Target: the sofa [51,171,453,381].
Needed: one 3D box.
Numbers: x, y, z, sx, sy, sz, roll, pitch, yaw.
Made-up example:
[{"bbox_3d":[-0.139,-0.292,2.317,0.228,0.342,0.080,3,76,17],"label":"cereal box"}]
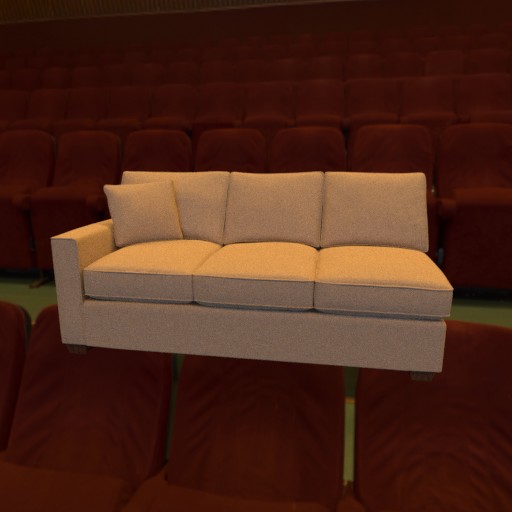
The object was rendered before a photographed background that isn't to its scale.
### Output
[{"bbox_3d":[0.000,0.000,2.582,1.962,0.946,1.034,2,13,9],"label":"sofa"}]
